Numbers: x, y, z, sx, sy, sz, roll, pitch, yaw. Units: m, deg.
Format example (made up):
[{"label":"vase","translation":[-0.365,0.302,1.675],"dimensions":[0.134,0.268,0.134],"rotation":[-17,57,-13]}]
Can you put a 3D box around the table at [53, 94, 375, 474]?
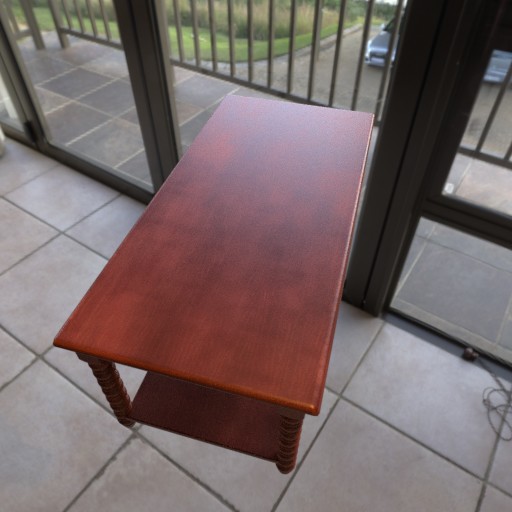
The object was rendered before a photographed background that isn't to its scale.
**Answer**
[{"label":"table","translation":[0.000,0.000,1.447],"dimensions":[0.580,0.485,1.171],"rotation":[12,47,11]}]
